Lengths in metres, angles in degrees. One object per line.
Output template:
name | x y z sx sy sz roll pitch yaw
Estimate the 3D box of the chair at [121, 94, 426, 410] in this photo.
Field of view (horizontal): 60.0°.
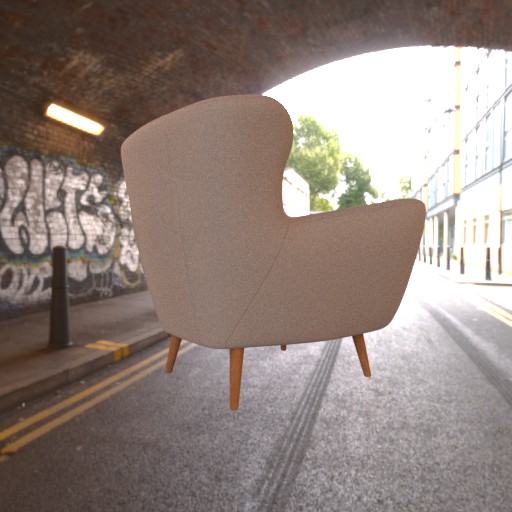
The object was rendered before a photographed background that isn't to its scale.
chair | 0.000 0.000 1.632 0.889 0.889 0.890 -1 2 -36
